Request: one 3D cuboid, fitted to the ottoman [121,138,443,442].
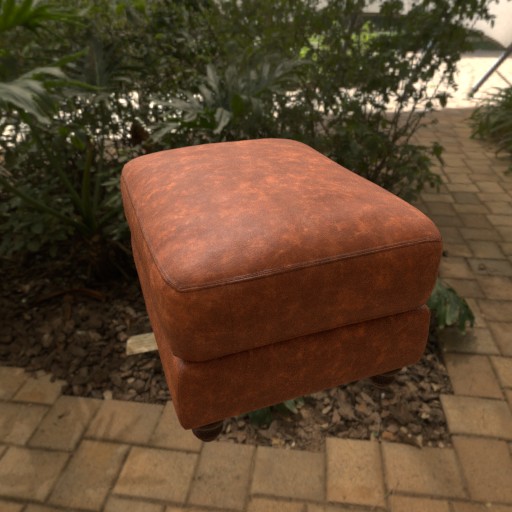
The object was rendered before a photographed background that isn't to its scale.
[{"bbox_3d":[0.000,0.000,1.272,0.657,0.562,0.832,-10,31,-18],"label":"ottoman"}]
